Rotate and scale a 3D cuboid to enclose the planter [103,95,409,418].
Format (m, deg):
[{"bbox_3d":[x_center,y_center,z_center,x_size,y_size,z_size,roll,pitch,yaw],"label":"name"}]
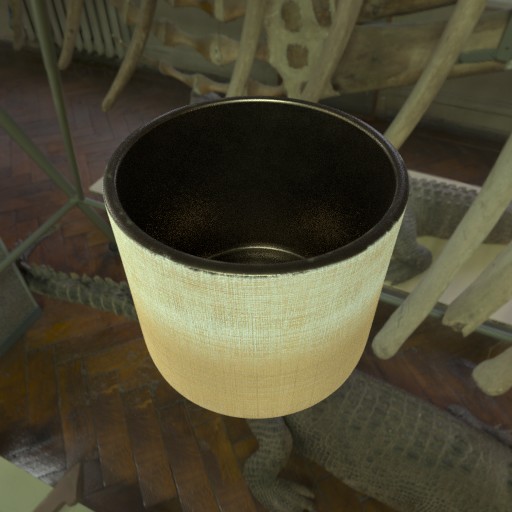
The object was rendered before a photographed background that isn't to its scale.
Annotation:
[{"bbox_3d":[0.000,0.000,0.446,0.254,0.221,0.254,0,46,0],"label":"planter"}]
